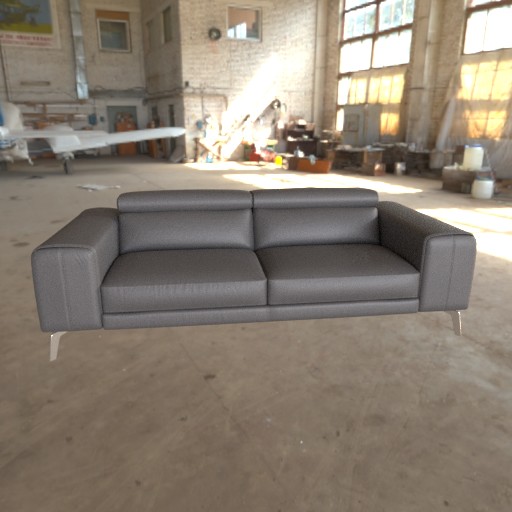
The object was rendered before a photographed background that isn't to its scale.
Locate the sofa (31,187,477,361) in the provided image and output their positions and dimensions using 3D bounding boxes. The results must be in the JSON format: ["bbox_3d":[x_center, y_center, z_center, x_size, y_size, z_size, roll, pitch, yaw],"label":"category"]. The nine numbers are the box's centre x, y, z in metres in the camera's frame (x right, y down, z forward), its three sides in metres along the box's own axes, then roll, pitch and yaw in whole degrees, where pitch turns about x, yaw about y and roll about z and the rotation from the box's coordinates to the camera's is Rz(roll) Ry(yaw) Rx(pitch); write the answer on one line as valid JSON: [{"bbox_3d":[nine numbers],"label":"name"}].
[{"bbox_3d":[0.000,0.000,2.775,2.321,0.759,1.023,-2,17,-7],"label":"sofa"}]
